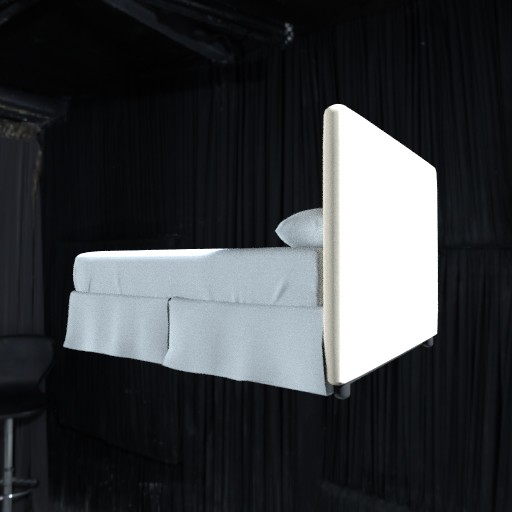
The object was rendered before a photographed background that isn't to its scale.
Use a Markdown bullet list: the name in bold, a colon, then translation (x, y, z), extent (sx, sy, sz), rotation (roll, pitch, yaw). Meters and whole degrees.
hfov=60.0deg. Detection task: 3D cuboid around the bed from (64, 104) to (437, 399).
- **bed**: translation (0.000, 0.000, 3.214), extent (2.142, 1.330, 1.748), rotation (-1, -1, 35)
